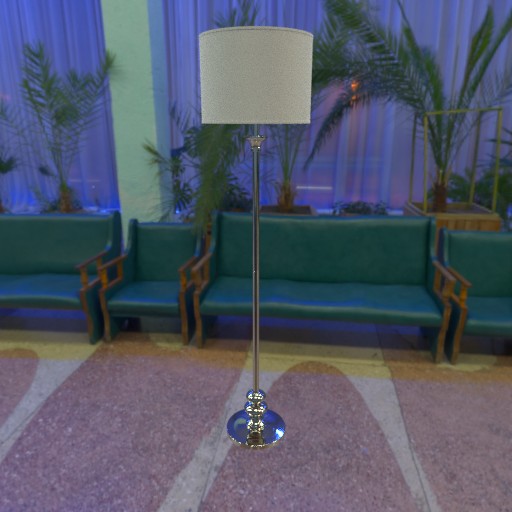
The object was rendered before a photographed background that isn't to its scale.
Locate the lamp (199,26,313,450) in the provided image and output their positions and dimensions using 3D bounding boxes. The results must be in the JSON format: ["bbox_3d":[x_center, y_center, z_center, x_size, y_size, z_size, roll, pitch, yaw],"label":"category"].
[{"bbox_3d":[0.000,0.000,1.601,0.356,1.487,0.356,3,17,9],"label":"lamp"}]
